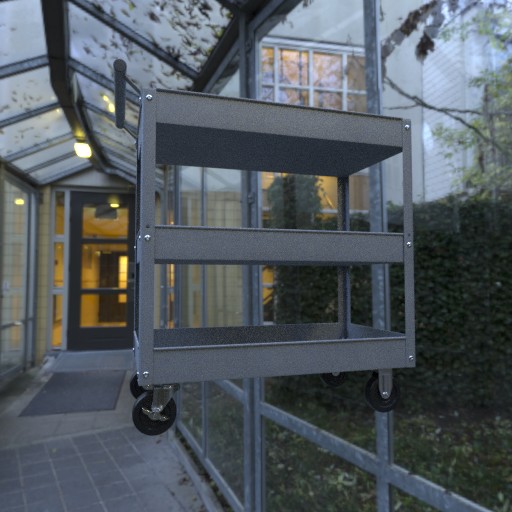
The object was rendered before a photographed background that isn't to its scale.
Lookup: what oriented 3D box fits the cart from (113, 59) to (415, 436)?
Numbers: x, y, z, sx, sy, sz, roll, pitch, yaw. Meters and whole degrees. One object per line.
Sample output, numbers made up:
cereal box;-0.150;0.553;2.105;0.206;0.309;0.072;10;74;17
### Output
cart;0.000;0.000;1.162;0.719;0.780;0.366;1;-3;-17
